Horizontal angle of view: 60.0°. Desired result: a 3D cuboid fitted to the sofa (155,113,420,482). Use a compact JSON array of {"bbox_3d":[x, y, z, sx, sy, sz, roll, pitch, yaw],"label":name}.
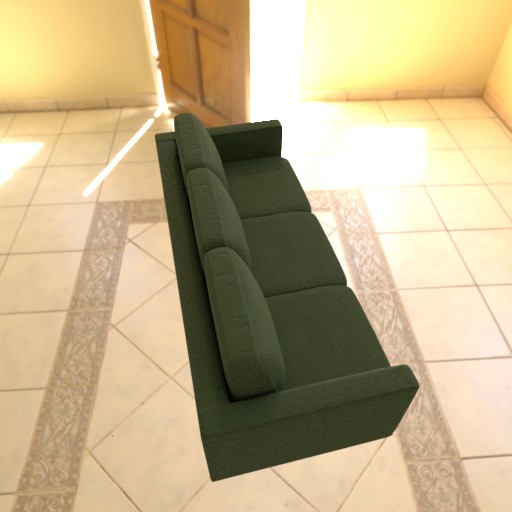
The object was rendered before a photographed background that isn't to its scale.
[{"bbox_3d":[0.000,0.000,2.450,0.879,0.899,2.029,-10,48,-9],"label":"sofa"}]
